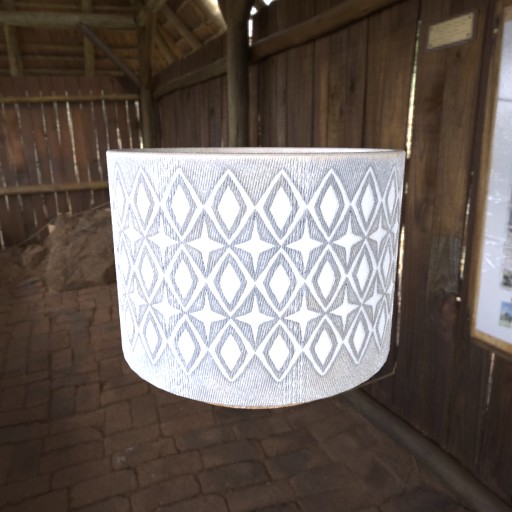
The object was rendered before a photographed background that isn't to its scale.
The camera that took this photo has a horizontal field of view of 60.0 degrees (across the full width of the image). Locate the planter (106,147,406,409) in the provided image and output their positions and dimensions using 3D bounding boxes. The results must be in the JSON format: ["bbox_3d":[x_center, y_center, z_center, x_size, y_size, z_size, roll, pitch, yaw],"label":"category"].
[{"bbox_3d":[0.000,0.000,0.271,0.164,0.127,0.164,0,15,0],"label":"planter"}]
